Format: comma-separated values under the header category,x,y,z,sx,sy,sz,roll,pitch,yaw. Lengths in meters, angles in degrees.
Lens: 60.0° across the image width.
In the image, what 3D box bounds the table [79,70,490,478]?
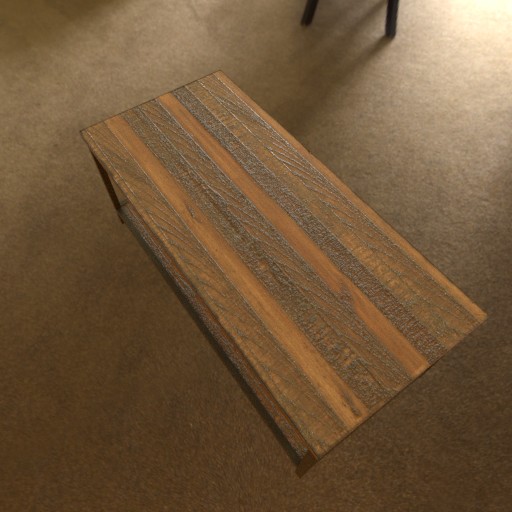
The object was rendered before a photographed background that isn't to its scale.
category,x,y,z,sx,sy,sz,roll,pitch,yaw
table,0.000,0.000,1.209,0.452,0.399,0.990,-31,63,-18
